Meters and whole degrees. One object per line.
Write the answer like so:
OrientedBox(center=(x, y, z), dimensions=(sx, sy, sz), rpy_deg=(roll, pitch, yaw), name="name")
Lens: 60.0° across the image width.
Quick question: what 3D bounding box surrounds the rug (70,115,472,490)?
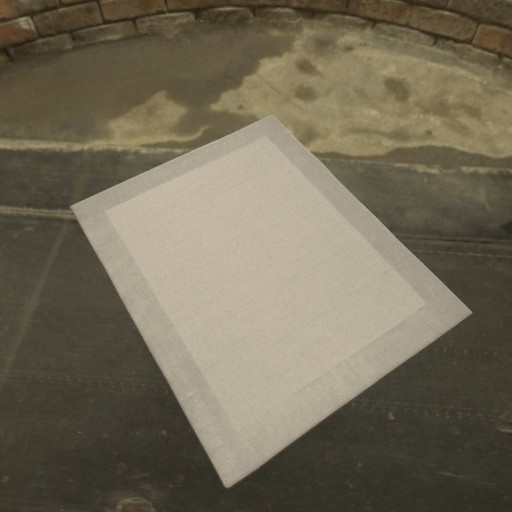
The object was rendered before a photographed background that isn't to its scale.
OrientedBox(center=(0.000, 0.000, 4.037), dimensions=(2.430, 0.018, 2.976), rpy_deg=(-29, 62, -17), name="rug")
